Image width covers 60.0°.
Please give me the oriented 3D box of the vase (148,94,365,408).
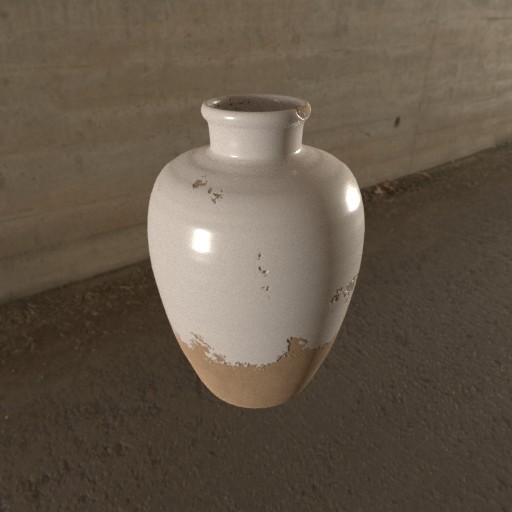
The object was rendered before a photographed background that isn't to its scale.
[{"bbox_3d":[0.000,0.000,0.343,0.158,0.228,0.158,0,29,0],"label":"vase"}]
